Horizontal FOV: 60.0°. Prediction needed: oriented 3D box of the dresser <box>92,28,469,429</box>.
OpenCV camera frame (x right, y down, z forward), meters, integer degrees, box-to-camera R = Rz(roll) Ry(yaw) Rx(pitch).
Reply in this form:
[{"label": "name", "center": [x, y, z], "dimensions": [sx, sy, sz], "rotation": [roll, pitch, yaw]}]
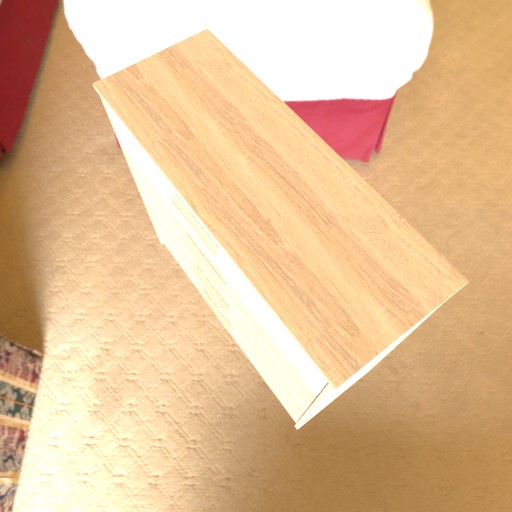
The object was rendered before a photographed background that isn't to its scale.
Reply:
[{"label": "dresser", "center": [0.000, 0.000, 1.451], "dimensions": [0.380, 0.900, 0.980], "rotation": [-34, 68, -15]}]
